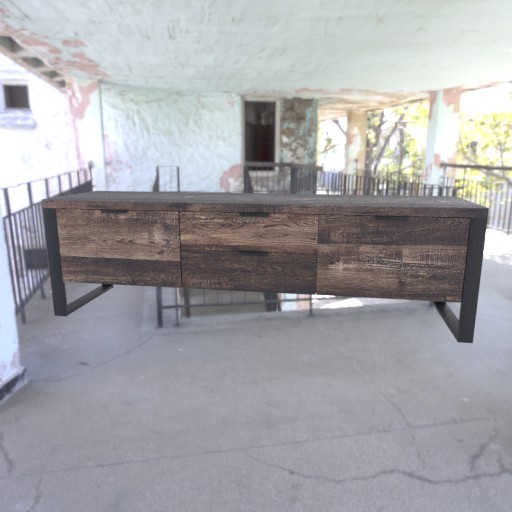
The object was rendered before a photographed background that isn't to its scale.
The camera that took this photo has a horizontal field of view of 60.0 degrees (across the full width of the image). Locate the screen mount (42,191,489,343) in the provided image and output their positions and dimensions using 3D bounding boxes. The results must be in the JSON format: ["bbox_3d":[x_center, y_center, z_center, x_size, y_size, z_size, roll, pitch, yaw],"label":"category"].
[{"bbox_3d":[0.000,0.000,1.724,1.524,0.450,0.395,2,13,9],"label":"screen mount"}]
